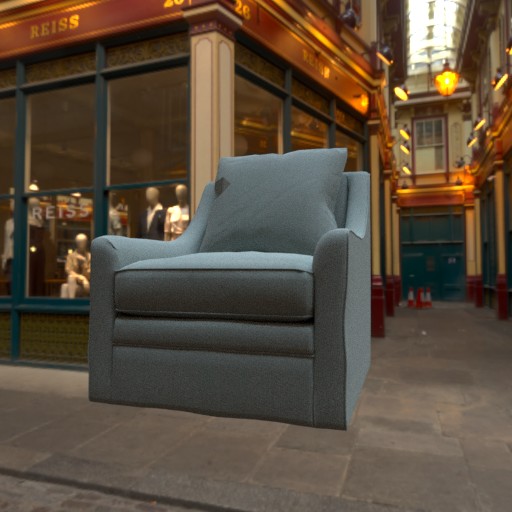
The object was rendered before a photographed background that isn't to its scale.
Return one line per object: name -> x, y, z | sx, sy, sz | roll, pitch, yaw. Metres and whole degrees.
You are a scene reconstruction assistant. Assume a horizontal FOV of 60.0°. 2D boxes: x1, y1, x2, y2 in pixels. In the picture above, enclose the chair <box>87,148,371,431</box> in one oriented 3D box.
chair -> 0.000, 0.000, 1.596 | 0.760, 0.926, 0.870 | -1, -2, 19
